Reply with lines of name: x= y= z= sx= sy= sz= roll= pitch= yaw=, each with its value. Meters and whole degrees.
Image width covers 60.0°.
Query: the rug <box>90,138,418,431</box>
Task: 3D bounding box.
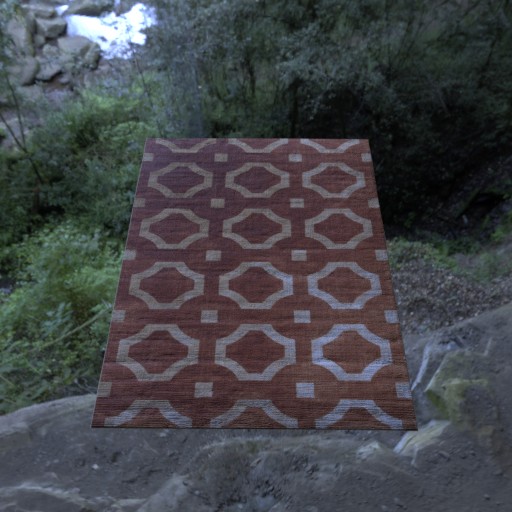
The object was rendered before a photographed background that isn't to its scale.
rug: x=0.000 y=0.000 z=4.118 sx=2.466 sy=0.021 sz=3.049 roll=0 pitch=59 yaw=0
